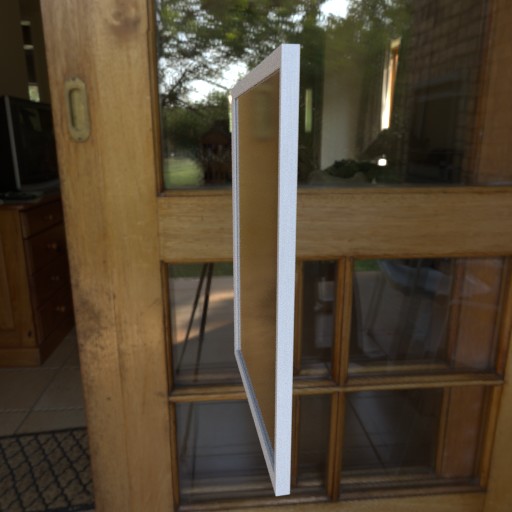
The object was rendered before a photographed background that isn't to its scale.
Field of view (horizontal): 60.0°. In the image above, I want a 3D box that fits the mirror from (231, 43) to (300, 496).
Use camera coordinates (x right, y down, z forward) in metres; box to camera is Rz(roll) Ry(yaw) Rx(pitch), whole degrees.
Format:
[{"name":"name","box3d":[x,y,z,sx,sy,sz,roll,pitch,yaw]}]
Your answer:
[{"name":"mirror","box3d":[0.000,0.000,1.321,0.040,1.016,0.762,-3,15,-10]}]
